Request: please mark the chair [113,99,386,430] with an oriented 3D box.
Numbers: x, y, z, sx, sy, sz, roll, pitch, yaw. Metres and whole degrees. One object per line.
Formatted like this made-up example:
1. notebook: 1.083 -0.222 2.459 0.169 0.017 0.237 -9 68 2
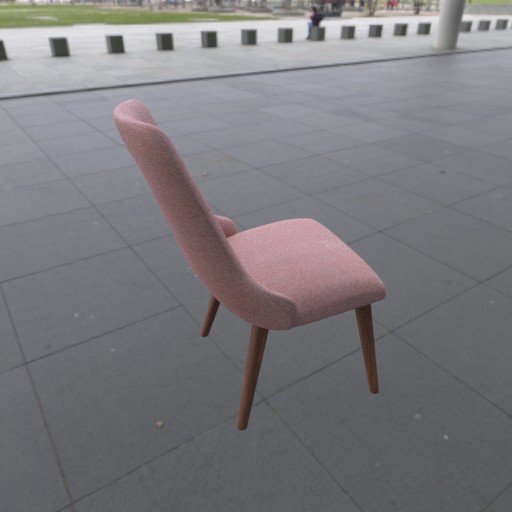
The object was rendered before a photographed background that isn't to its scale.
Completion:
1. chair: 0.000 0.000 1.364 0.707 0.918 0.535 -10 32 -17
